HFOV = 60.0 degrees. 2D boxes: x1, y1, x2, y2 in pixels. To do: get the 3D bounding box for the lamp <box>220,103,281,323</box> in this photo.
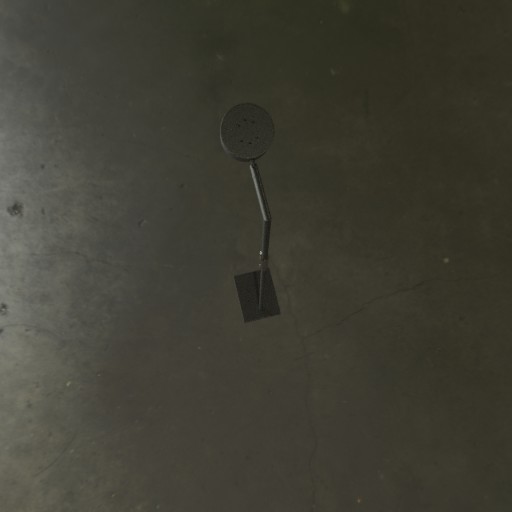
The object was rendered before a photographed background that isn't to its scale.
[{"bbox_3d":[0.000,0.000,1.677,0.203,1.600,0.304,-13,76,-3],"label":"lamp"}]
